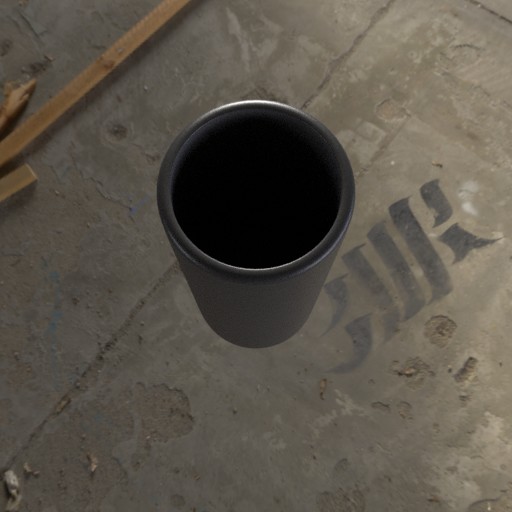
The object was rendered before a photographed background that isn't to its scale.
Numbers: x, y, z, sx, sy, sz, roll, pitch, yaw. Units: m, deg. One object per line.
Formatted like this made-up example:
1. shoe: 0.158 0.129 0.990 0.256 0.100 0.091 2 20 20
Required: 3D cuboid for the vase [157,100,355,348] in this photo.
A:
1. vase: 0.000 0.000 0.372 0.136 0.289 0.136 -32 77 -8
